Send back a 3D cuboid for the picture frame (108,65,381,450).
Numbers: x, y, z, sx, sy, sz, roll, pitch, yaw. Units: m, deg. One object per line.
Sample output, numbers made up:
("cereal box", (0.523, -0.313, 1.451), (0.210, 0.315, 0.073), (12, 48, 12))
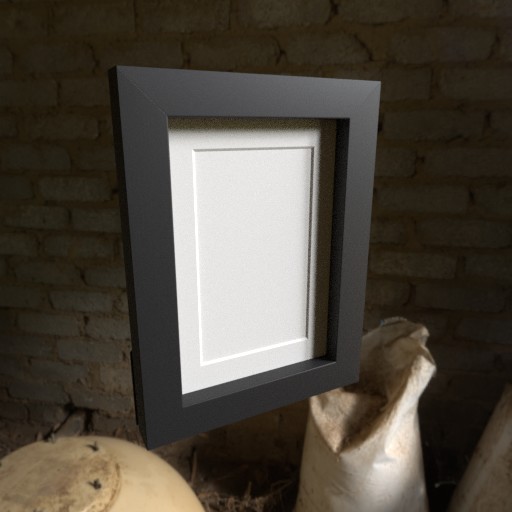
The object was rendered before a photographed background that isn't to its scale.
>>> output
("picture frame", (0.000, 0.000, 0.276), (0.157, 0.208, 0.028), (-8, 18, -27))
